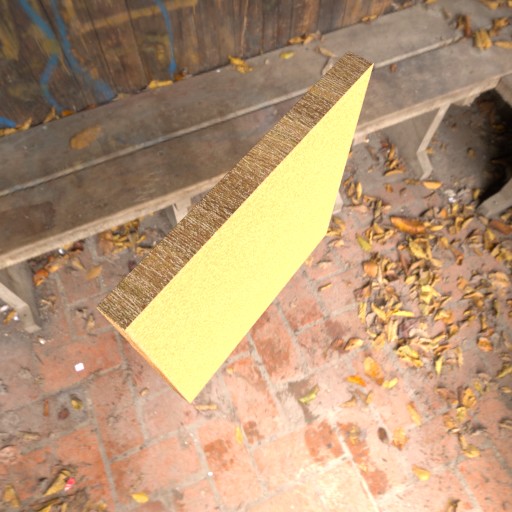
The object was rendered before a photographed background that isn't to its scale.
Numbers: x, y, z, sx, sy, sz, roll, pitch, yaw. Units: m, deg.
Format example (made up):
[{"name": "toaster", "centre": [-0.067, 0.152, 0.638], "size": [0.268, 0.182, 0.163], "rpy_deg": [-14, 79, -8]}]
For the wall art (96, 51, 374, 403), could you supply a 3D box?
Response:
[{"name": "wall art", "centre": [0.000, 0.000, 0.628], "size": [0.039, 0.403, 0.406], "rpy_deg": [34, 68, 16]}]
